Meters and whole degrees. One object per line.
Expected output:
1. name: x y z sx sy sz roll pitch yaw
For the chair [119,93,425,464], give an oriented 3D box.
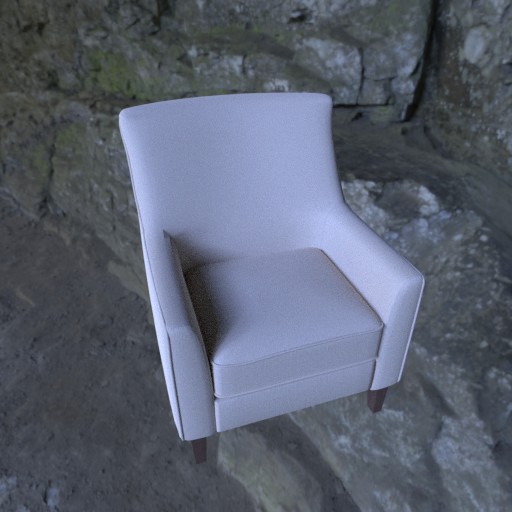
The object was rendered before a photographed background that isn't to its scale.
1. chair: 0.000 0.000 1.535 0.756 0.916 0.879 -10 34 -15
